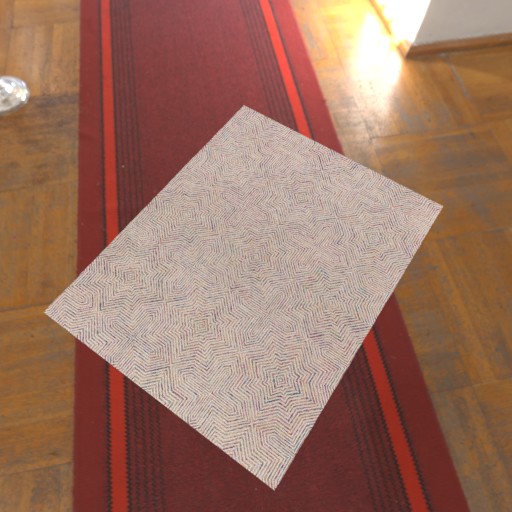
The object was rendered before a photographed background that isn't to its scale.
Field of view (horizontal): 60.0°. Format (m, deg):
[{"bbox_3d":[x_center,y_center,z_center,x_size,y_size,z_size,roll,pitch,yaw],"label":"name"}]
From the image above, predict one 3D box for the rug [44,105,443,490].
[{"bbox_3d":[0.000,0.000,4.160,2.442,0.008,3.046,31,67,15],"label":"rug"}]
